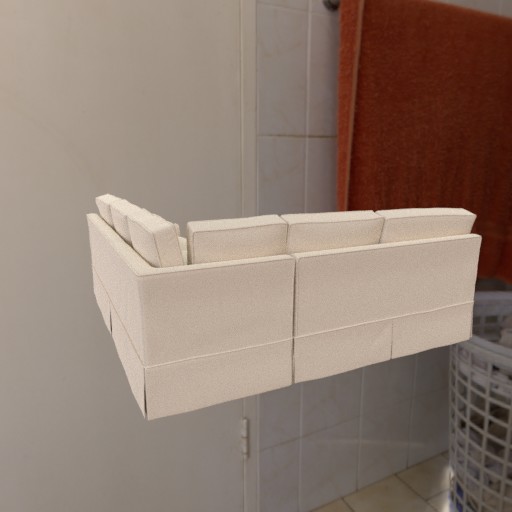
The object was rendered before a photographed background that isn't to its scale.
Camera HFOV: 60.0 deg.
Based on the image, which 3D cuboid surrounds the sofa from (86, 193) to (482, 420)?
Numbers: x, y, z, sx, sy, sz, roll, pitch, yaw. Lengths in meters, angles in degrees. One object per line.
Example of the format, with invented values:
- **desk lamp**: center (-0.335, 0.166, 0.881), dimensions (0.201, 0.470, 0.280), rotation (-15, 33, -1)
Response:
- **sofa**: center (0.000, 0.000, 3.972), dimensions (2.591, 1.070, 2.597), rotation (-6, 15, -25)
